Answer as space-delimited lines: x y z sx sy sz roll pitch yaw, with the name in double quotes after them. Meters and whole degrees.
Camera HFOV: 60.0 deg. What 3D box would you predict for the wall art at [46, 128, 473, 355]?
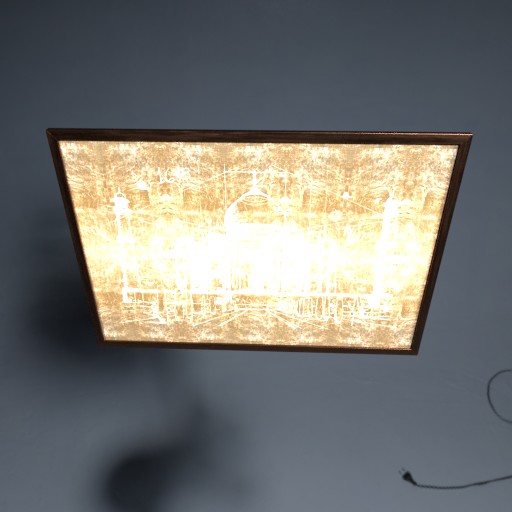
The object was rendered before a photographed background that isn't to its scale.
0.000 0.000 0.994 0.816 0.559 0.014 1 31 2 "wall art"
